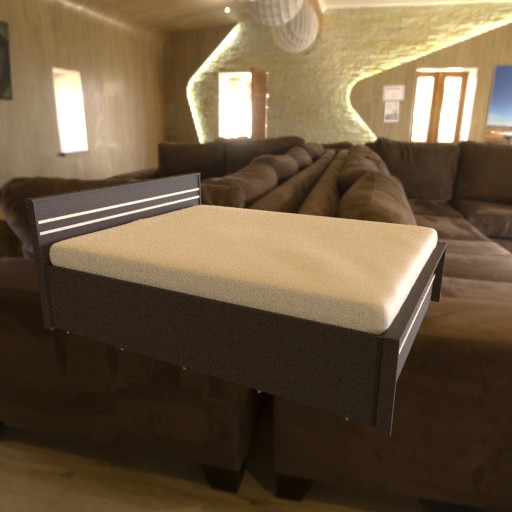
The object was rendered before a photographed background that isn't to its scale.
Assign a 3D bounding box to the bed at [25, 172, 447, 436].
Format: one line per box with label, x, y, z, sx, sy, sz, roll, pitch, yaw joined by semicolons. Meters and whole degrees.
bed;0.000;0.000;2.842;2.103;0.808;1.634;9;19;27
